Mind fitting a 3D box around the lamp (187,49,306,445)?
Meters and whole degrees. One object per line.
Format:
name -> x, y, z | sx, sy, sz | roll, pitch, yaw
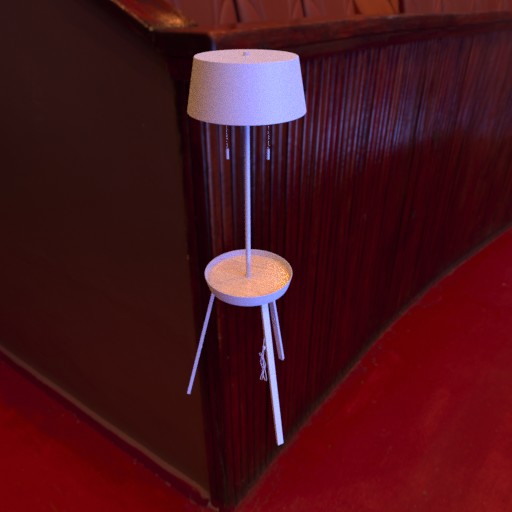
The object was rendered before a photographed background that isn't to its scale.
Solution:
lamp -> 0.000, 0.000, 1.685 | 0.508, 1.429, 0.468 | 19, 36, 28
